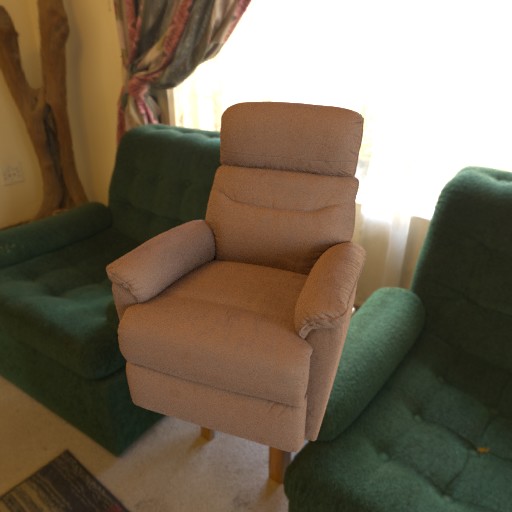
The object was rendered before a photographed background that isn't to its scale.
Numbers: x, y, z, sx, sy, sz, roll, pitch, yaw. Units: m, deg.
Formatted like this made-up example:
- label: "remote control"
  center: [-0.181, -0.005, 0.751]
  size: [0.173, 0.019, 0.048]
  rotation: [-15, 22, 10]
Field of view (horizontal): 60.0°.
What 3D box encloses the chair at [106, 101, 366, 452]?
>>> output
- label: "chair"
  center: [0.000, 0.000, 1.717]
  size: [0.820, 1.037, 1.004]
  rotation: [9, 28, 18]
